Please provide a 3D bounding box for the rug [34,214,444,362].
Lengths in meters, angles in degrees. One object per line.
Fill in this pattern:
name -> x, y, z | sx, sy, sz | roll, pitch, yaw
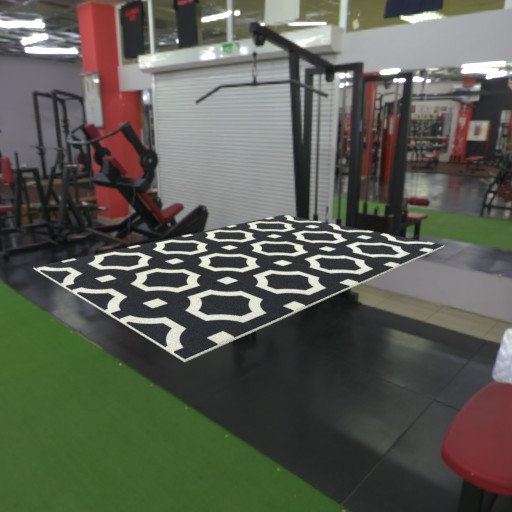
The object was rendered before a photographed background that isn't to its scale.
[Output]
rug -> 0.000, 0.000, 2.947 | 2.286, 0.016, 1.555 | -16, 23, -42
